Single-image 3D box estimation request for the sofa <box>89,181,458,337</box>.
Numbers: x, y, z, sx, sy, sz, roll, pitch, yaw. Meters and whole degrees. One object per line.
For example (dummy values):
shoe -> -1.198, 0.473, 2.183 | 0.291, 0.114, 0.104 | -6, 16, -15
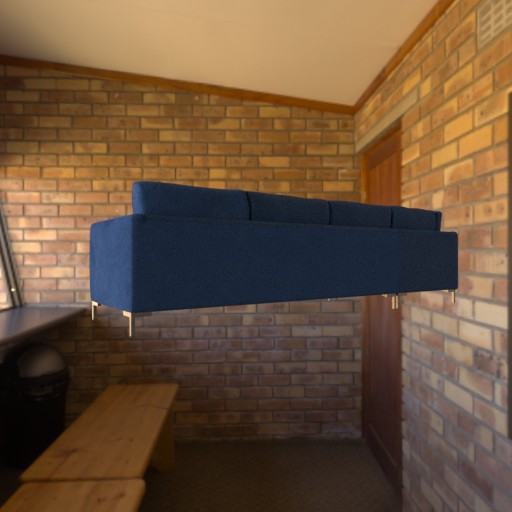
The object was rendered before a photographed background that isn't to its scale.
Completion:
sofa -> 0.000, 0.000, 3.837 | 2.949, 0.815, 2.007 | 0, 0, -35
